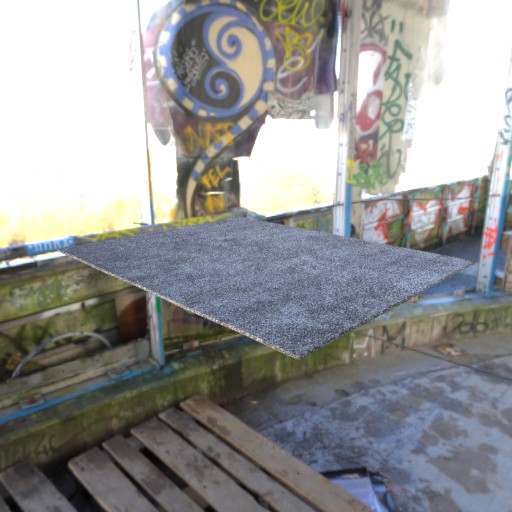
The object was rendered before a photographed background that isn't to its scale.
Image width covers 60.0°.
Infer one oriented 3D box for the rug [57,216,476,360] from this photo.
[{"bbox_3d":[0.000,0.000,4.046,3.000,0.025,2.401,15,21,43],"label":"rug"}]
